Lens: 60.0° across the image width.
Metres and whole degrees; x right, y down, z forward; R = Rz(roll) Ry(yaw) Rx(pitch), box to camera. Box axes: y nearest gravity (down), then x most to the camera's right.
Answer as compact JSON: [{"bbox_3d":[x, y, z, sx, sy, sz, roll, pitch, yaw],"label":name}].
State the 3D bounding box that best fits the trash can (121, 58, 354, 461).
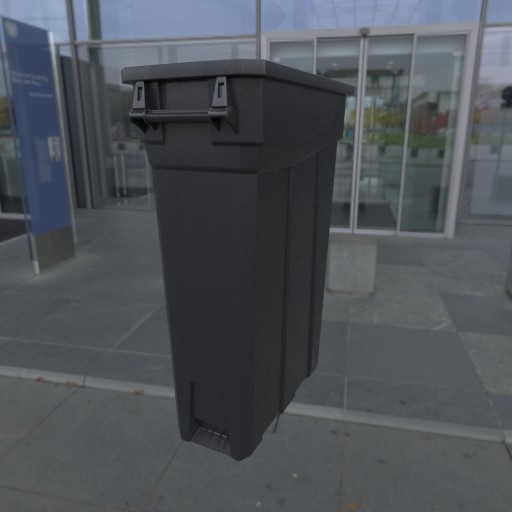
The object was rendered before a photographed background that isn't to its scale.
[{"bbox_3d":[0.000,0.000,1.023,0.281,0.762,0.559,8,18,26],"label":"trash can"}]
